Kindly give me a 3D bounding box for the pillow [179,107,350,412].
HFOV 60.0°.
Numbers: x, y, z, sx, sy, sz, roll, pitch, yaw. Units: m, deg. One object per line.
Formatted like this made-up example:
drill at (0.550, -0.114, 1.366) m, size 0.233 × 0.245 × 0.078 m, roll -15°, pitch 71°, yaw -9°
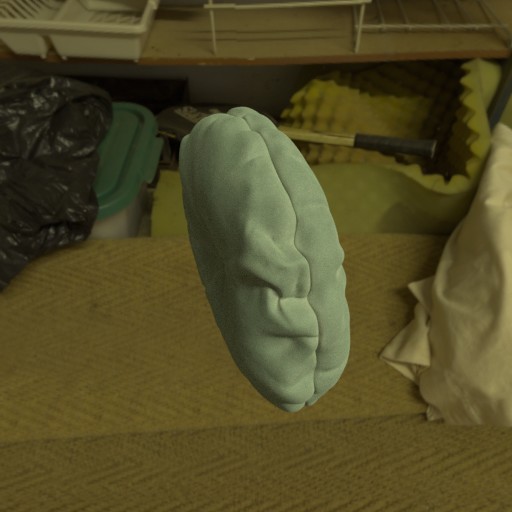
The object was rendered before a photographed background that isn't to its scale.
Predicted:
pillow at (0.000, 0.000, 0.645) m, size 0.148 × 0.407 × 0.428 m, roll -16°, pitch 50°, yaw -14°
